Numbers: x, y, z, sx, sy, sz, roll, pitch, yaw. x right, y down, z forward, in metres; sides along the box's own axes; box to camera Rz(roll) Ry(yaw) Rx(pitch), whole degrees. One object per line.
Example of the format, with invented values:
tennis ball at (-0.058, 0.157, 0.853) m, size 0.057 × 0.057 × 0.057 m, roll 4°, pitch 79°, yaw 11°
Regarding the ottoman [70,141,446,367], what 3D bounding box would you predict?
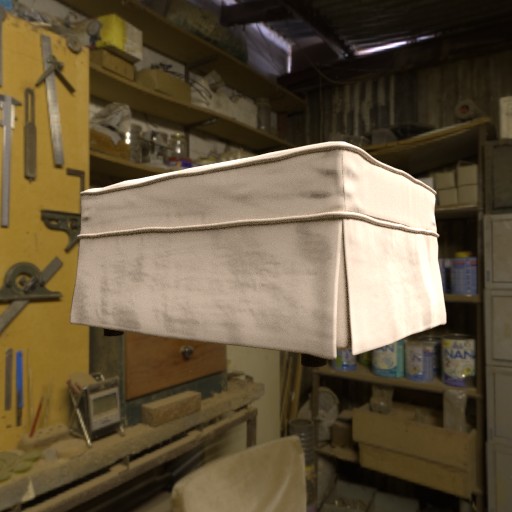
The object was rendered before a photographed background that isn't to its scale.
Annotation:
ottoman at (0.000, 0.000, 1.341) m, size 0.944 × 0.479 × 0.703 m, roll -1°, pitch -2°, yaw 37°
